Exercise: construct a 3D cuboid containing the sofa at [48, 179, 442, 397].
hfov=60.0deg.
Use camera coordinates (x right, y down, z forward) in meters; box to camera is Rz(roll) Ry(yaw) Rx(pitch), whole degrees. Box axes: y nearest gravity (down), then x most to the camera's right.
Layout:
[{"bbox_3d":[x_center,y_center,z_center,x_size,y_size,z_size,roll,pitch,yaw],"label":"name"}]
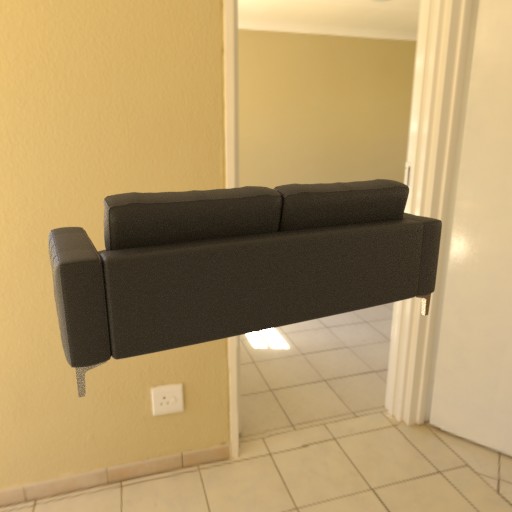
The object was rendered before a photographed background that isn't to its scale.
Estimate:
[{"bbox_3d":[0.000,0.000,2.714,2.275,0.893,0.833,-7,17,-25],"label":"sofa"}]
